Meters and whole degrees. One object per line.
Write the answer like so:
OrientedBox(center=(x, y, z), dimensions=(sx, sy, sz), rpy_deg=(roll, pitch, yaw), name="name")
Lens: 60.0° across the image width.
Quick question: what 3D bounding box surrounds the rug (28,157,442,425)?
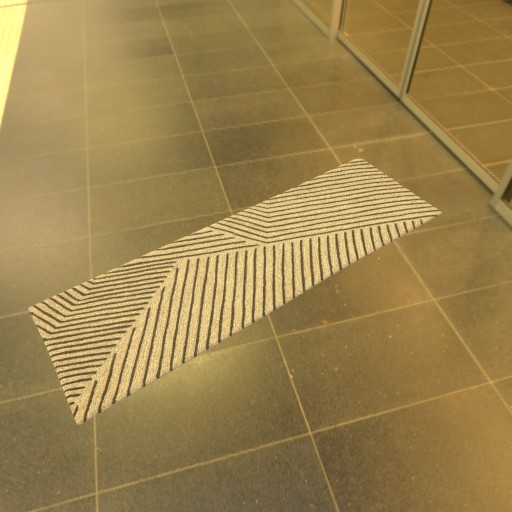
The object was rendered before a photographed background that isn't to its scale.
OrientedBox(center=(0.000, 0.000, 2.629), dimensions=(2.439, 0.020, 0.773), rpy_deg=(-27, 53, -23), name="rug")
